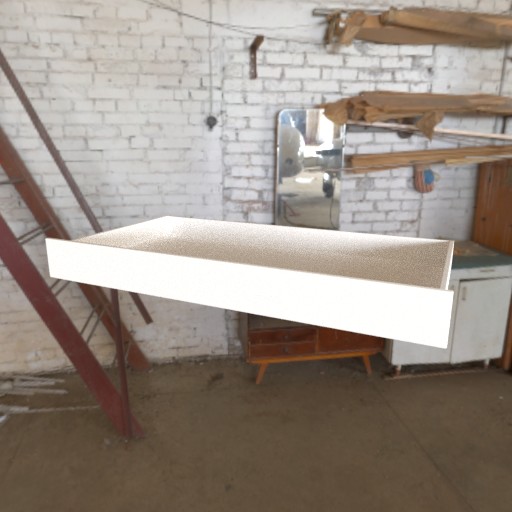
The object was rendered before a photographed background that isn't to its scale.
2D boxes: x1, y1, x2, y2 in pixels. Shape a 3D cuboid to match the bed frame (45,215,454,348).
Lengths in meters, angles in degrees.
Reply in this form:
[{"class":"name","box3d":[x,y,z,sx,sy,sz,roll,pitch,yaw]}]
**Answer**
[{"class":"bed frame","box3d":[0.000,0.000,1.578,1.300,0.141,0.670,7,16,24]}]
